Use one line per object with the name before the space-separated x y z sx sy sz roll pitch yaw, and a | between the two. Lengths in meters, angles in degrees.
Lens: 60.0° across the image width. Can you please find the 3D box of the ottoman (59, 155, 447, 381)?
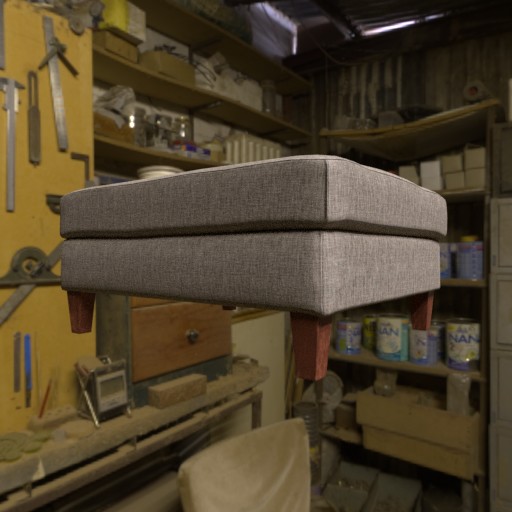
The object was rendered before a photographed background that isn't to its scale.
ottoman | 0.000 0.000 1.450 0.994 0.492 0.839 0 0 37
